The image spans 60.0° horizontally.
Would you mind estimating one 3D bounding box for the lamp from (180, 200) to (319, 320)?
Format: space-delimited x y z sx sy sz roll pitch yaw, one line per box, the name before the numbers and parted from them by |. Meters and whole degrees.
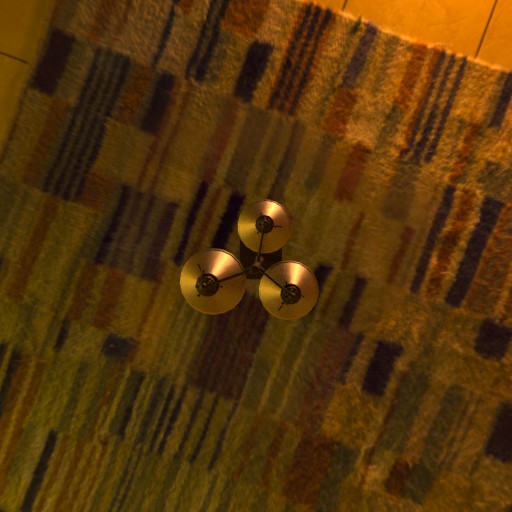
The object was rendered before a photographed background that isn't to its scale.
lamp | 0.000 0.000 1.860 0.428 1.716 0.415 0 91 1
